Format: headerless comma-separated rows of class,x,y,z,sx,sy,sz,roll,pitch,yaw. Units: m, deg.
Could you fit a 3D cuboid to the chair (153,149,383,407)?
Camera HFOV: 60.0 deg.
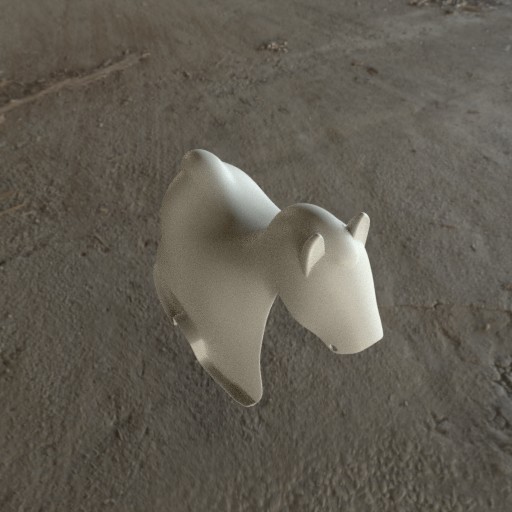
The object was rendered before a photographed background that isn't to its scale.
chair,0.000,0.000,1.133,0.429,0.612,0.800,-25,50,-22
